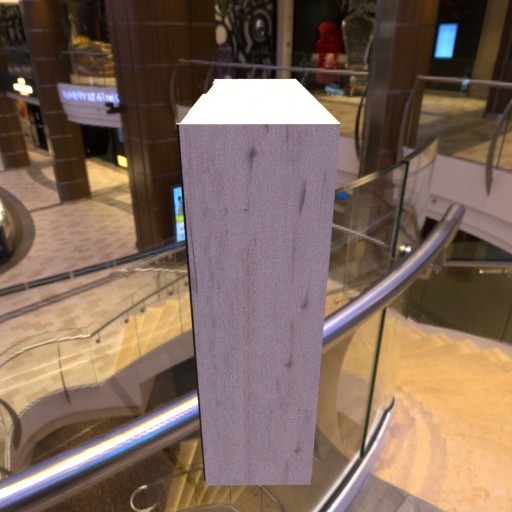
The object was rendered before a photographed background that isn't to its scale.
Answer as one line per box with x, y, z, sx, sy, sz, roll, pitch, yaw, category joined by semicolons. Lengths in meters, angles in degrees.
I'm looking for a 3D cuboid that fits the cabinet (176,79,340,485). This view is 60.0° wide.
0.000;0.000;3.158;0.660;2.180;2.000;0;26;0;cabinet
